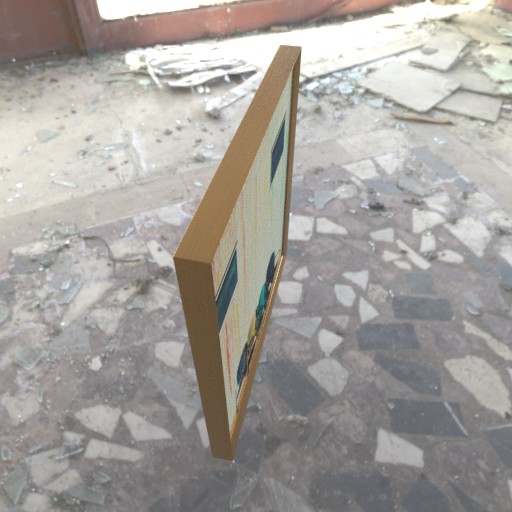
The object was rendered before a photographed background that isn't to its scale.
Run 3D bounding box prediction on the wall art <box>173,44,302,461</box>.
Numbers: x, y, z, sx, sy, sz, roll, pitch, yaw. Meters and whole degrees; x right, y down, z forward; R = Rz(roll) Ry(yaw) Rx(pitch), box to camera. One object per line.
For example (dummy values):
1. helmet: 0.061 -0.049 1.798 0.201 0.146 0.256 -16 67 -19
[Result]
1. wall art: 0.000 0.000 0.754 0.037 0.505 0.505 10 47 9
